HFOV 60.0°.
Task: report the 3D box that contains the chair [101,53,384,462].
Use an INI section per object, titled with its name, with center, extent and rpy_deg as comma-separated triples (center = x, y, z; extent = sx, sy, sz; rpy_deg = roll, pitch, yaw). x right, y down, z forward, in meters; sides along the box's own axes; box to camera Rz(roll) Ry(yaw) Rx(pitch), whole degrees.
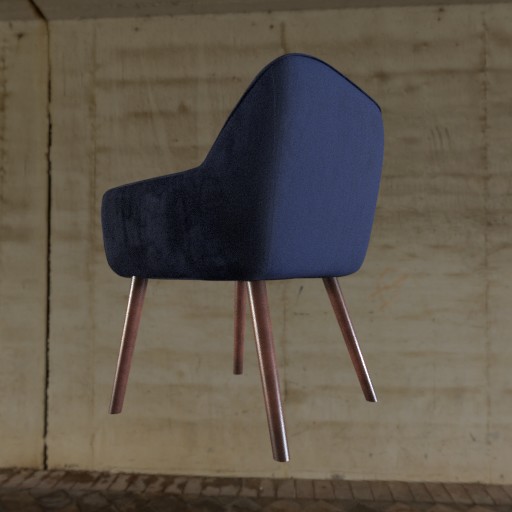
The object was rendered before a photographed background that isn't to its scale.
[chair]
center = 0.000, 0.000, 1.219
extent = 0.600, 0.820, 0.600
rpy_deg = -1, -2, 36
